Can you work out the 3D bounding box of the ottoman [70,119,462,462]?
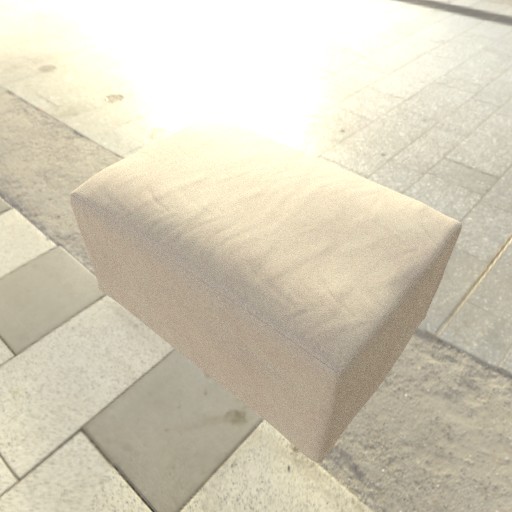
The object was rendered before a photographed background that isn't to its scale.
[{"bbox_3d":[0.000,0.000,1.234,0.872,0.444,0.590,30,52,27],"label":"ottoman"}]
